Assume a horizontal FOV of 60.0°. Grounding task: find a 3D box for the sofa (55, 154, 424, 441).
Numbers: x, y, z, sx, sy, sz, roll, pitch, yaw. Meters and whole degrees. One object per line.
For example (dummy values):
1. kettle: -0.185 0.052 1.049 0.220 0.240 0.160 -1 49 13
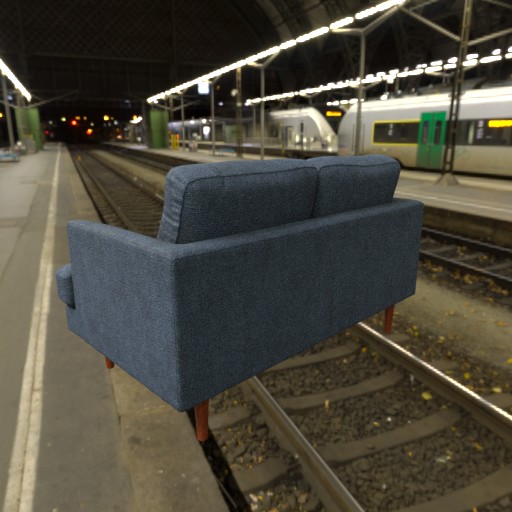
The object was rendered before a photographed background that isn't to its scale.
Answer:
1. sofa: 0.000 0.000 2.124 1.582 0.944 0.903 -14 21 -42
